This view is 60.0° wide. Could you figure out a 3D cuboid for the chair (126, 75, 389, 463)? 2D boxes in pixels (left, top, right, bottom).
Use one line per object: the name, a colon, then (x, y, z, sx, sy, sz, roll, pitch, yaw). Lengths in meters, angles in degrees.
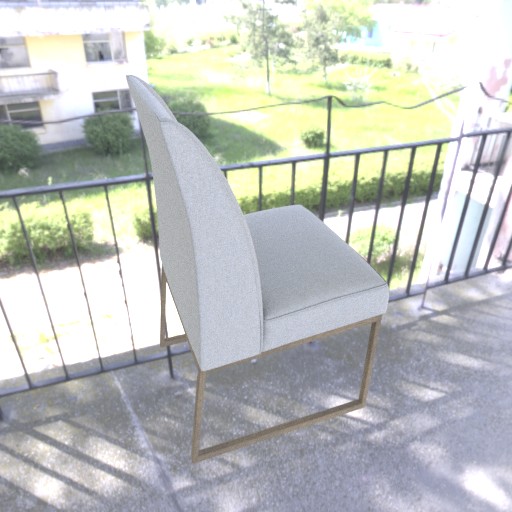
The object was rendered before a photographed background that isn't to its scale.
chair: (0.000, 0.000, 1.175, 0.522, 0.863, 0.508, -11, 33, -17)
